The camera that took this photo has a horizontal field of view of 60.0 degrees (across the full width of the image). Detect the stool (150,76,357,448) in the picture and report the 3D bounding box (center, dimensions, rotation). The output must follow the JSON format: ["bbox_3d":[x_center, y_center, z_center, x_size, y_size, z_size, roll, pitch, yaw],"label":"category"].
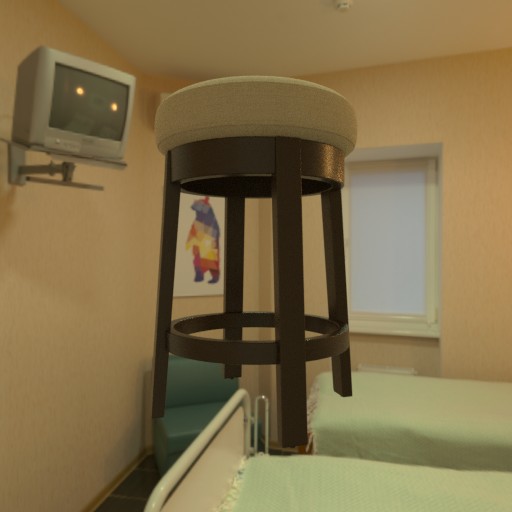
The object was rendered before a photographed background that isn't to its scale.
[{"bbox_3d":[0.000,0.000,0.965,0.449,0.655,0.449,0,1,0],"label":"stool"}]
